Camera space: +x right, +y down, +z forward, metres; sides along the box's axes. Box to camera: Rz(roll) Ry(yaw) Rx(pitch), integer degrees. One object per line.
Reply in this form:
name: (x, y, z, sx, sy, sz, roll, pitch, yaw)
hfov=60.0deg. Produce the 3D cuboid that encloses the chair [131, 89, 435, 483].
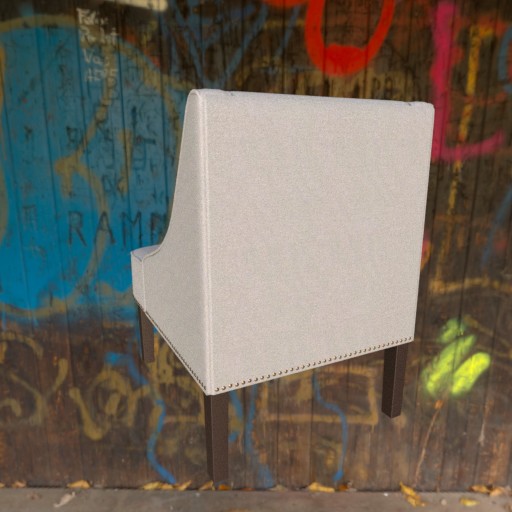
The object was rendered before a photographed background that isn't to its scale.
chair: (0.000, 0.000, 1.362, 0.631, 0.867, 0.747, -7, 16, -27)
